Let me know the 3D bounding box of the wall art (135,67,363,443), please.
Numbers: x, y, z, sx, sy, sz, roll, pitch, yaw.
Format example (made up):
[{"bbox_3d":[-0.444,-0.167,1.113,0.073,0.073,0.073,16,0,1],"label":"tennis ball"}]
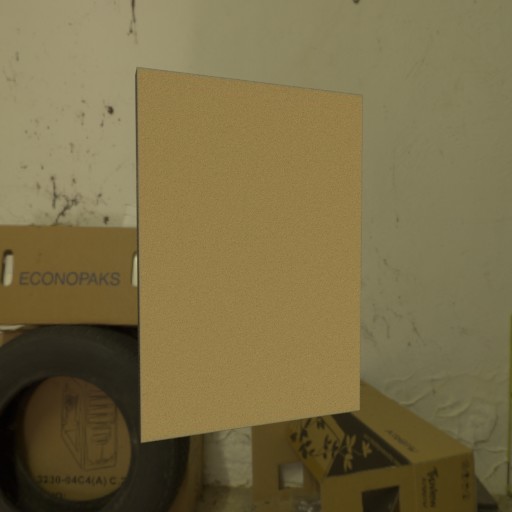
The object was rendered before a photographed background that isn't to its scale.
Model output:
[{"bbox_3d":[0.000,0.000,0.605,0.313,0.457,0.031,-1,2,-19],"label":"wall art"}]
